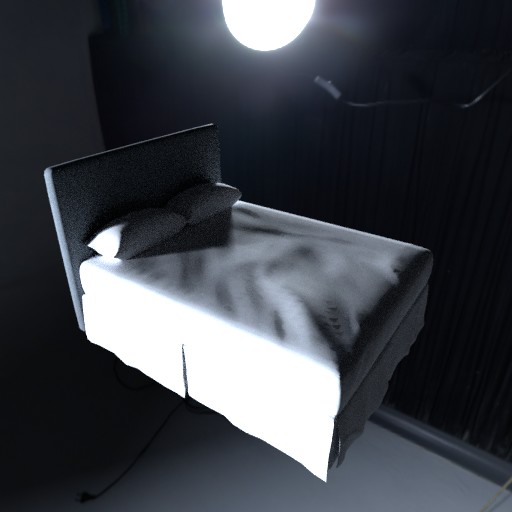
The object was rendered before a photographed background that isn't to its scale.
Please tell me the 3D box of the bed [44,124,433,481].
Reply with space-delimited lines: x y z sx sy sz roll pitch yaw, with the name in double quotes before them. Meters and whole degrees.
"bed" 0.000 0.000 3.118 2.142 1.330 1.713 18 33 30
